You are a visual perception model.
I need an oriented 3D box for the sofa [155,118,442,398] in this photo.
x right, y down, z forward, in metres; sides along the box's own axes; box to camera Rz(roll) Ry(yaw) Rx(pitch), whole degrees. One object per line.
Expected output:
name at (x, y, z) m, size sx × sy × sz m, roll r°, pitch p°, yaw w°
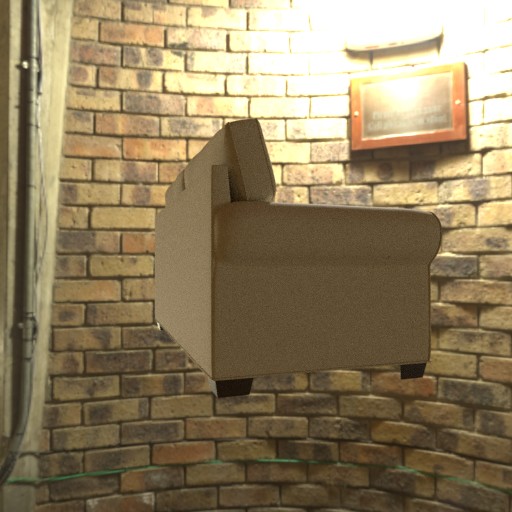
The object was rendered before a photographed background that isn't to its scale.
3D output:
sofa at (0.000, 0.000, 2.299) m, size 0.861 × 0.933 × 1.774 m, roll 0°, pitch -1°, yaw -19°
